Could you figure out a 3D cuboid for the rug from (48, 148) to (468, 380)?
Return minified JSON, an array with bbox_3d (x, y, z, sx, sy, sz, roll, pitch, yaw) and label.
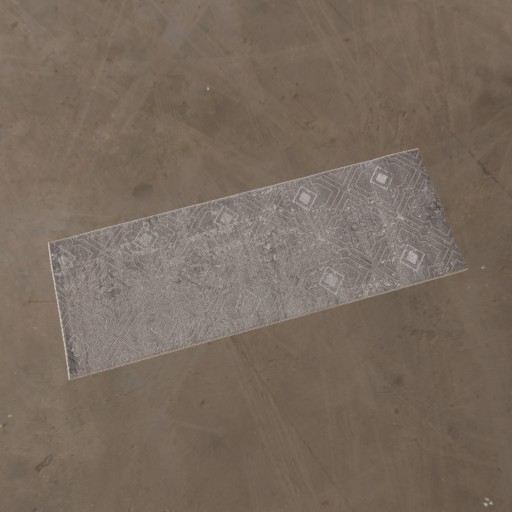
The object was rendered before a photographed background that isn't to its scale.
[{"bbox_3d":[0.000,0.000,2.652,2.381,0.035,0.832,-15,76,-4],"label":"rug"}]
